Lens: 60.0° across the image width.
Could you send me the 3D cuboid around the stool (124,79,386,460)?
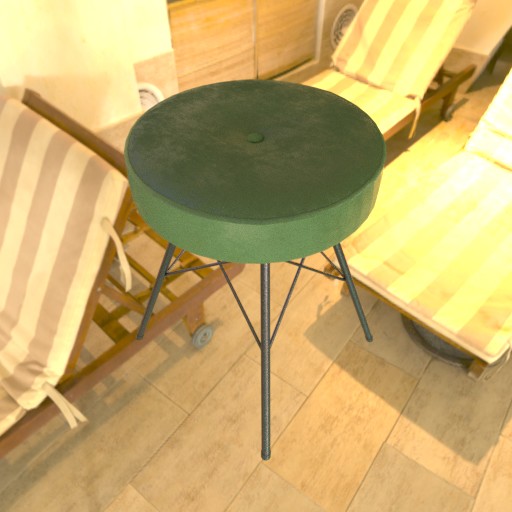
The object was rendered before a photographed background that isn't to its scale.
[{"bbox_3d":[0.000,0.000,0.929,0.457,0.595,0.430,34,55,28],"label":"stool"}]
